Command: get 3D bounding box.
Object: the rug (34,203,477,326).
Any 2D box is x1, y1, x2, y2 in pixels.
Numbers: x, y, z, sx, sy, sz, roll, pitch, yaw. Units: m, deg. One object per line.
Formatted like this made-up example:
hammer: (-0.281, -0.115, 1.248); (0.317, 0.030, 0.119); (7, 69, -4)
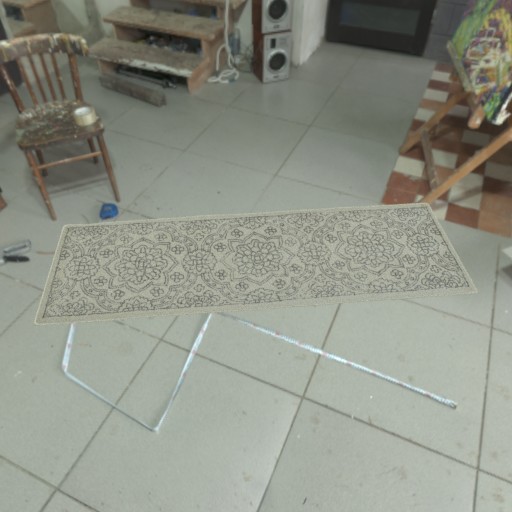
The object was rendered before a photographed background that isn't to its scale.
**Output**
rug: (0.000, 0.000, 2.681); (2.431, 0.006, 0.806); (-4, 46, -4)
